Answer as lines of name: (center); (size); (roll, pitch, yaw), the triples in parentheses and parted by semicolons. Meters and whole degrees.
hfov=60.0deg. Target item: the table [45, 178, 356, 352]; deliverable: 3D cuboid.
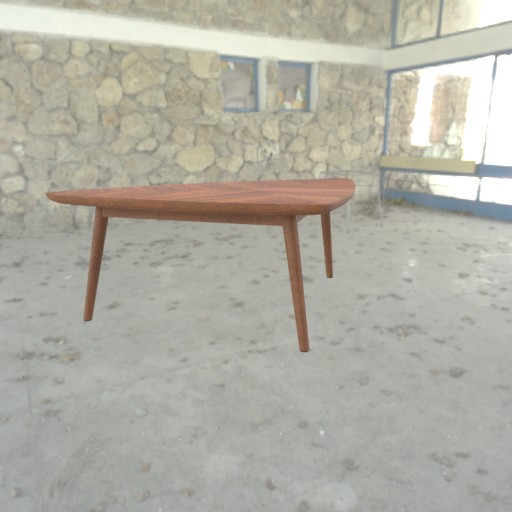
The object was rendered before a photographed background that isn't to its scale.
table: (0.000, 0.000, 1.244); (1.008, 0.365, 0.601); (-8, 16, -28)
